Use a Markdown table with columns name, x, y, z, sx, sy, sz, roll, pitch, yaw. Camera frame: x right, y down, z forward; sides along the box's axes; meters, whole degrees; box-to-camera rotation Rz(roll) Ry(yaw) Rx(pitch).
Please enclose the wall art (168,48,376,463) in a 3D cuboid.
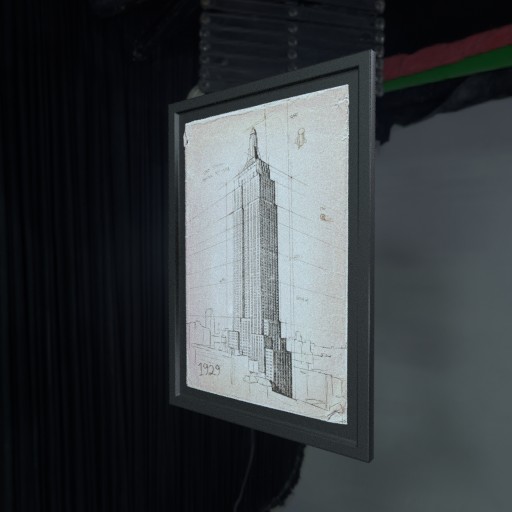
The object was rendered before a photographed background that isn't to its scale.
| name | x | y | z | sx | sy | sz | roll | pitch | yaw |
| --- | --- | --- | --- | --- | --- | --- | --- | --- | --- |
| wall art | 0.000 | 0.000 | 0.555 | 0.303 | 0.431 | 0.013 | 1 | 1 | 36 |
